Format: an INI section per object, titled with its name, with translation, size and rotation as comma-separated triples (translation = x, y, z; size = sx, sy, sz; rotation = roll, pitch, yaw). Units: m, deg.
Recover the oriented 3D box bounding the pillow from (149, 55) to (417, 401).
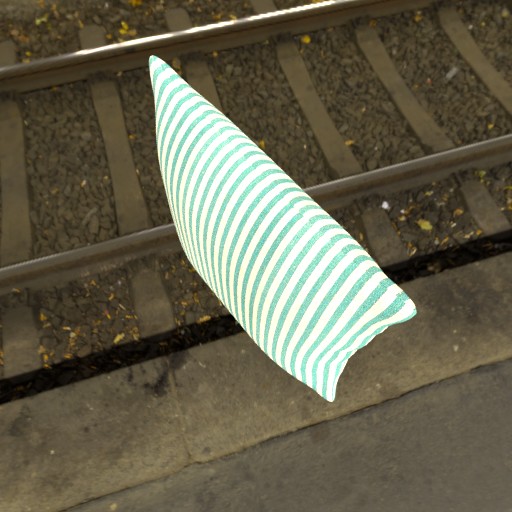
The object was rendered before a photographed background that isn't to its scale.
[pillow]
translation = 0.000, 0.000, 0.782
size = 0.166, 0.510, 0.523
rotation = -35, 68, -17
